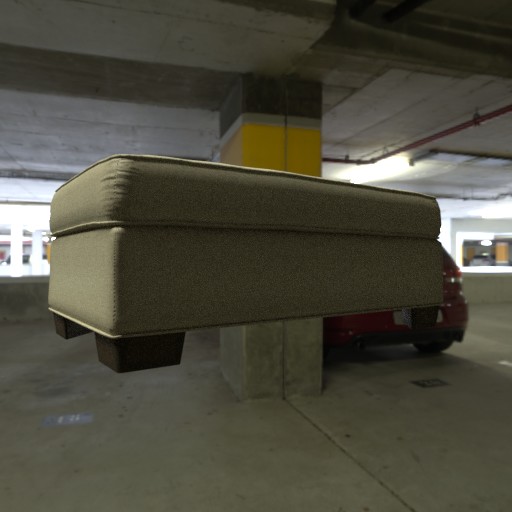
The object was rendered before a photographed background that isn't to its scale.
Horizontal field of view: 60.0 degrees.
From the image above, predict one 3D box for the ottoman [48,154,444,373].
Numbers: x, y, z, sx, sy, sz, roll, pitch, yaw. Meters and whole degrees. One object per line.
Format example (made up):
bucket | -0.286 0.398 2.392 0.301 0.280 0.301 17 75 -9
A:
ottoman | 0.000 0.000 1.388 1.097 0.461 0.617 0 -1 -35
